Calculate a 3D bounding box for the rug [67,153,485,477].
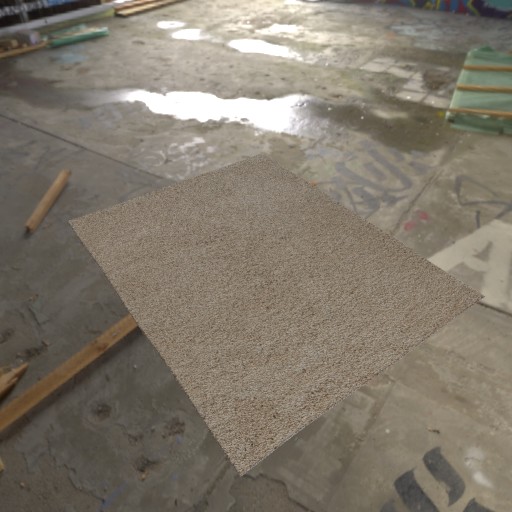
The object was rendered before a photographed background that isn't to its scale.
[{"bbox_3d":[0.000,0.000,3.972,2.400,0.025,3.000,-25,47,-26],"label":"rug"}]
